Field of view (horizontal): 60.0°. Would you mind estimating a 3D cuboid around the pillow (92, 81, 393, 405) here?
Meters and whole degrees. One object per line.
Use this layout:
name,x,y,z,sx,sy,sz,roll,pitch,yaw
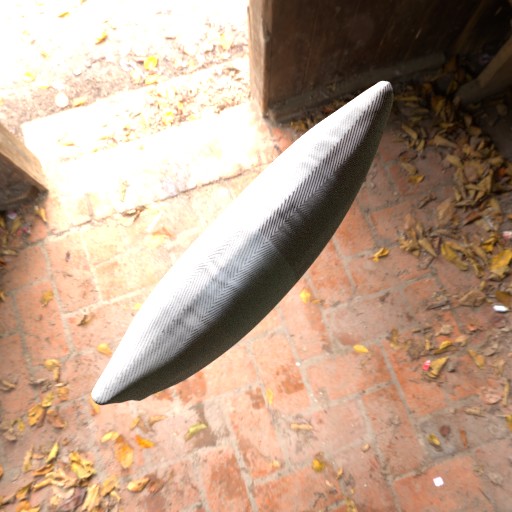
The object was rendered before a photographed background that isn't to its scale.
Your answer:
pillow,0.000,0.000,0.644,0.139,0.305,0.506,41,80,9
